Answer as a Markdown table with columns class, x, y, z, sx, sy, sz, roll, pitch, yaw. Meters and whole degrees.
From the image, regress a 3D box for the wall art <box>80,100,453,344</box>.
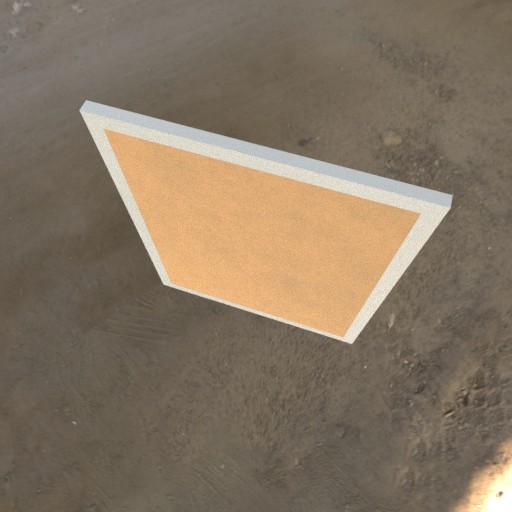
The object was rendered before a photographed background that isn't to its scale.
| class | x | y | z | sx | sy | sz | roll | pitch | yaw |
| --- | --- | --- | --- | --- | --- | --- | --- | --- | --- |
| wall art | 0.000 | 0.000 | 1.121 | 0.661 | 0.811 | 0.026 | 17 | 65 | 8 |
